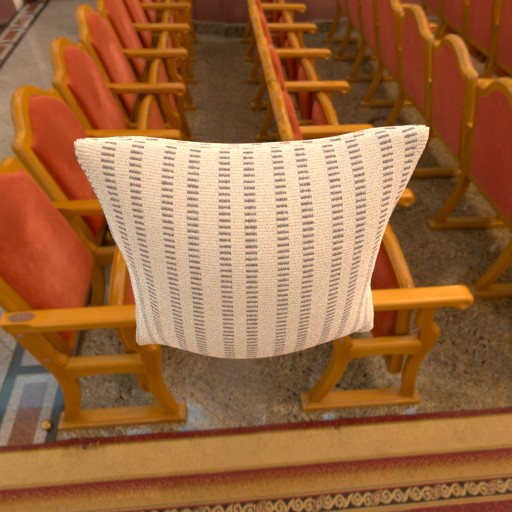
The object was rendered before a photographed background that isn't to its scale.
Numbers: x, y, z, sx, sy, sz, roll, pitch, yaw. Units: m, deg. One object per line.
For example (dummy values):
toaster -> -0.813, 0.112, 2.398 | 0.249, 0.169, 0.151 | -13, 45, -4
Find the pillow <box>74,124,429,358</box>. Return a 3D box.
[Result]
pillow -> 0.000, 0.000, 0.679 | 0.438, 0.419, 0.247 | -3, 44, -3
